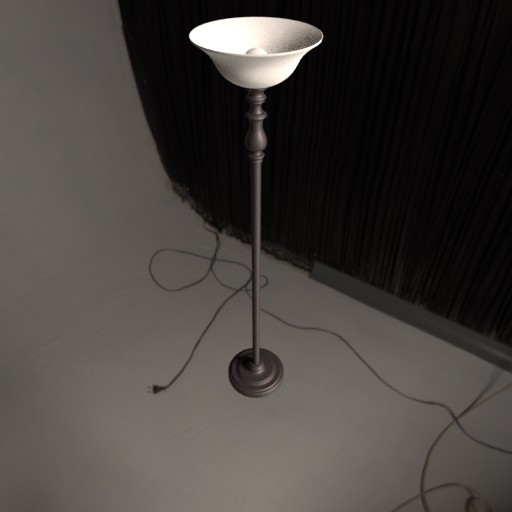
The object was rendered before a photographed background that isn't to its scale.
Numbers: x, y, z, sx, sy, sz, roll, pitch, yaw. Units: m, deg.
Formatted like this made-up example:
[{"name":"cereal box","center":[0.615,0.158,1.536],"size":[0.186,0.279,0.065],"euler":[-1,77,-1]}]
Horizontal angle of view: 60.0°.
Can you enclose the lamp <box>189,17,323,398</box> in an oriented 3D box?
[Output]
[{"name":"lamp","center":[0.000,0.000,1.940],"size":[0.405,1.797,0.405],"euler":[24,47,25]}]
